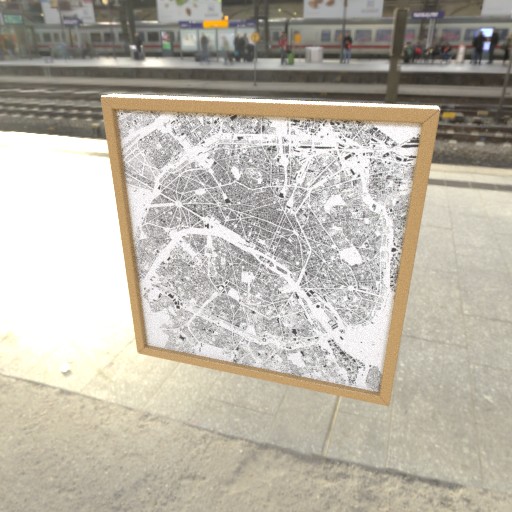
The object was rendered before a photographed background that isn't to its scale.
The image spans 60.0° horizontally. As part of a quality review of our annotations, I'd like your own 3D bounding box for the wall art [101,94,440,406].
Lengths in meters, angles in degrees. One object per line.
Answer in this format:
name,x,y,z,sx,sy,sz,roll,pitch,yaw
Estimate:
wall art,0.000,0.000,0.765,0.509,0.509,0.036,8,27,15
